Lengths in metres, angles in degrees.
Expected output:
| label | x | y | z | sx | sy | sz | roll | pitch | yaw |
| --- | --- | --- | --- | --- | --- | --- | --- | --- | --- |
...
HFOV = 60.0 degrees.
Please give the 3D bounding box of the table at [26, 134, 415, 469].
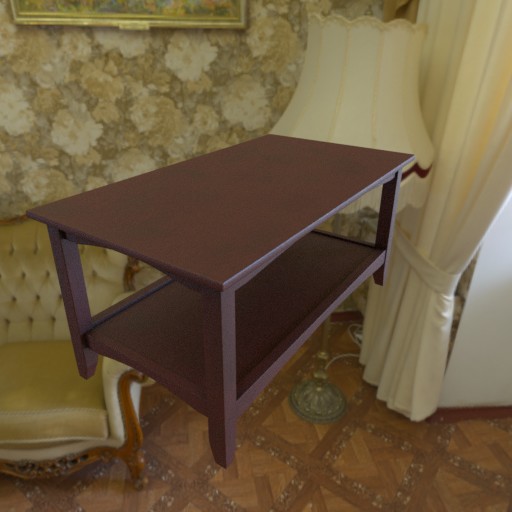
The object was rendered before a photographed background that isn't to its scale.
| label | x | y | z | sx | sy | sz | roll | pitch | yaw |
| --- | --- | --- | --- | --- | --- | --- | --- | --- | --- |
| table | 0.000 | 0.000 | 1.247 | 0.533 | 0.456 | 0.943 | 18 | 32 | 31 |
